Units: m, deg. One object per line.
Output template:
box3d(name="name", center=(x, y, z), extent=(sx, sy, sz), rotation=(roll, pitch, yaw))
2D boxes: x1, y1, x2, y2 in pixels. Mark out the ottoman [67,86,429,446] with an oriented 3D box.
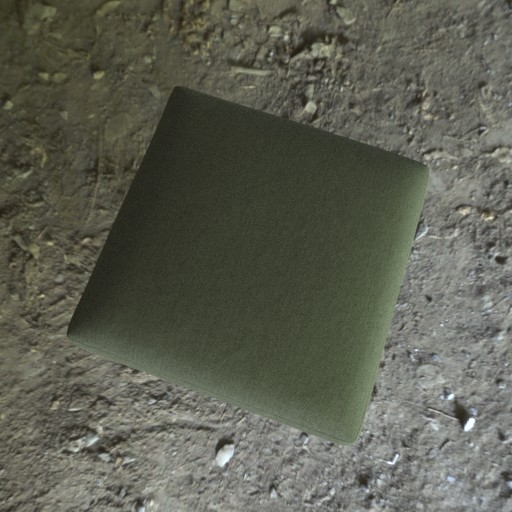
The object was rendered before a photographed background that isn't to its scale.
box3d(name="ottoman", center=(0.000, 0.000, 1.652), extent=(1.041, 0.470, 1.041), rotation=(19, 76, 5))
